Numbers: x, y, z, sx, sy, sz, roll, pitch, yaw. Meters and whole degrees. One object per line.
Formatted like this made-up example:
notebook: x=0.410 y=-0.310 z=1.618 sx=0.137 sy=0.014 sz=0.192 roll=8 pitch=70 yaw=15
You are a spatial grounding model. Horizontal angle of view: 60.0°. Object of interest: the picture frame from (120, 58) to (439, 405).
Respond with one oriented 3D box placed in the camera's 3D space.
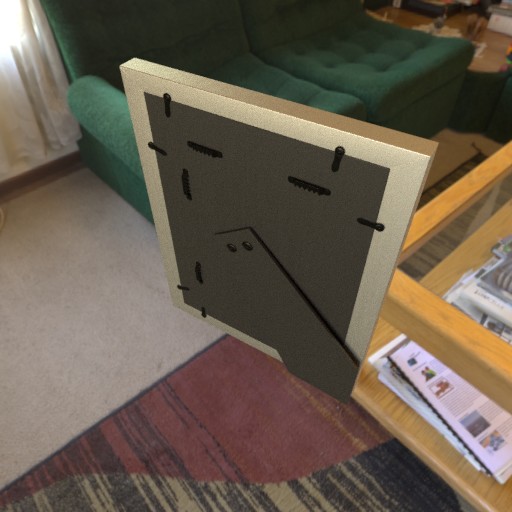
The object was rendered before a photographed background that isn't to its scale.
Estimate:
picture frame: x=0.000 y=0.000 z=0.524 sx=0.307 sy=0.386 sz=0.036 roll=23 pitch=51 yaw=21
